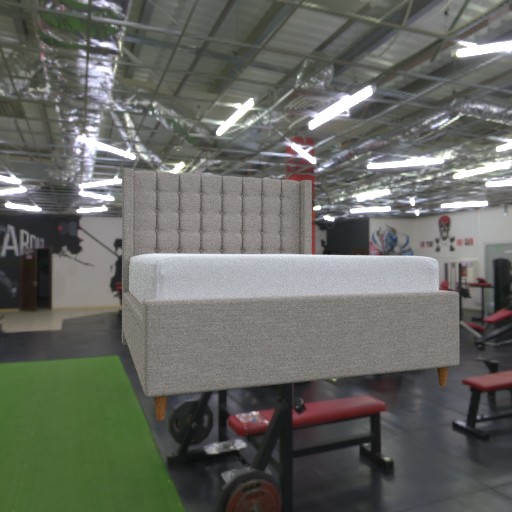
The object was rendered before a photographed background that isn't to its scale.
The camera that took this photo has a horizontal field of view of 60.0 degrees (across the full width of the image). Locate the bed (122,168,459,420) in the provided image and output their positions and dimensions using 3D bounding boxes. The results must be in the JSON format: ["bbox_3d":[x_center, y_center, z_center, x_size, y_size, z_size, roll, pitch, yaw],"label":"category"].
[{"bbox_3d":[0.000,0.000,3.722,2.044,1.748,2.372,0,0,-20],"label":"bed"}]
